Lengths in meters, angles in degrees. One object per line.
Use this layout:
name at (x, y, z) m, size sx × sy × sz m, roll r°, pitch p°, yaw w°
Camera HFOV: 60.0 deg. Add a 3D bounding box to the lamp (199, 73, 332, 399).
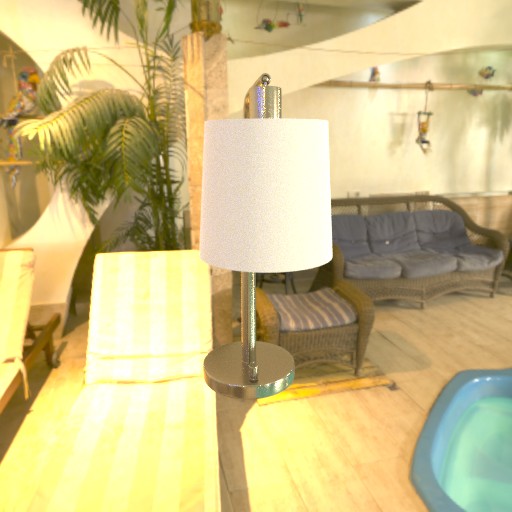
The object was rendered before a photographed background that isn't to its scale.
lamp at (0.000, 0.000, 0.659) m, size 0.171 × 0.489 × 0.333 m, roll -2°, pitch 15°, yaw -9°
